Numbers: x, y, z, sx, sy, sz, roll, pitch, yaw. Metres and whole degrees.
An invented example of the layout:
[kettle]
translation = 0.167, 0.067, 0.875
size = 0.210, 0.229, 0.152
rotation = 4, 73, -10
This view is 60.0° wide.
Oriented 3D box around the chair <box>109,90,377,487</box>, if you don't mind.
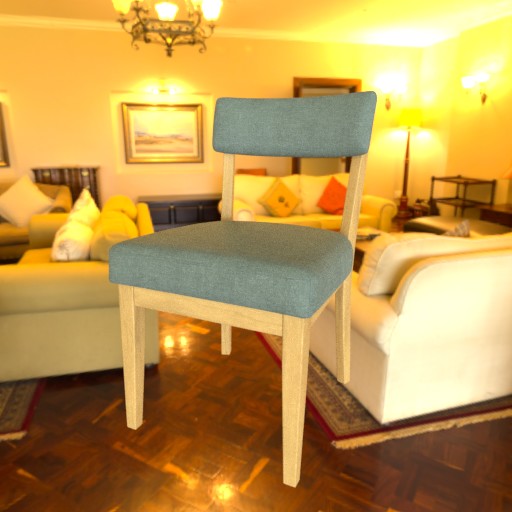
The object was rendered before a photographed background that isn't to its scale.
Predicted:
[chair]
translation = 0.000, 0.000, 1.157
size = 0.508, 0.832, 0.572
rotation = 7, 17, 25
